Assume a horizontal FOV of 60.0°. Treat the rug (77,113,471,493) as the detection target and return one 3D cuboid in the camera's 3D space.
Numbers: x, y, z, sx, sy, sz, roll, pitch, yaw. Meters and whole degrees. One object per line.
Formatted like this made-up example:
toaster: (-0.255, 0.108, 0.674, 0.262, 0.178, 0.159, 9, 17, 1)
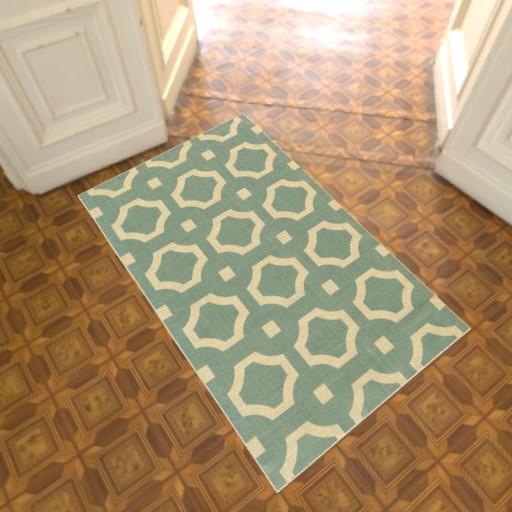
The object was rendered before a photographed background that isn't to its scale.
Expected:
rug: (0.000, 0.000, 3.038, 1.528, 0.015, 2.443, -32, 64, -18)
